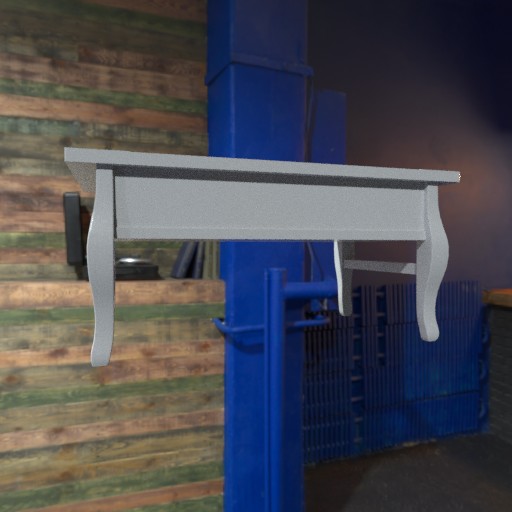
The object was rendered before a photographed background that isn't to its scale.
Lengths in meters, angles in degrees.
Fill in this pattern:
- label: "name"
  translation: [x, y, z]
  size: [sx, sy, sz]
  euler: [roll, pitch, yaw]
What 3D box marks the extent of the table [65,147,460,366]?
- label: "table"
  translation: [0.000, 0.000, 1.414]
  size: [1.062, 0.495, 0.600]
  euler: [0, 1, -17]
